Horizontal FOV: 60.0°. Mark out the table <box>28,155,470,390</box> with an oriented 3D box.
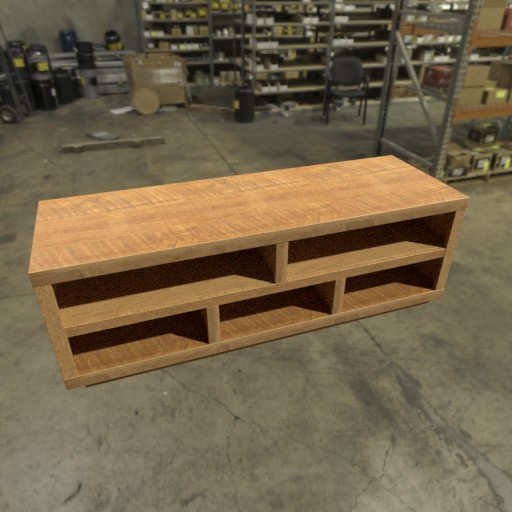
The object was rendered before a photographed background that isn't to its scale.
[{"bbox_3d":[0.000,0.000,1.753,1.499,0.491,0.499,-11,33,-17],"label":"table"}]
